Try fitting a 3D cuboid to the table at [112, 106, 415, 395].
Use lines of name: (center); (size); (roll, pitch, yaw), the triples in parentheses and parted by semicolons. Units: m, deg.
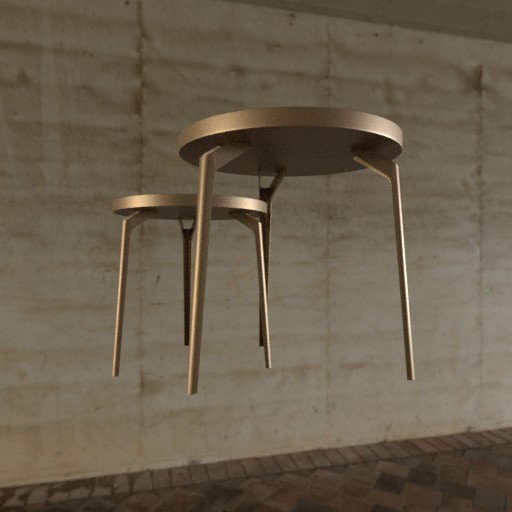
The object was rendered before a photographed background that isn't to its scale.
table: (0.000, 0.000, 1.113); (0.751, 0.555, 0.532); (0, 0, 18)
